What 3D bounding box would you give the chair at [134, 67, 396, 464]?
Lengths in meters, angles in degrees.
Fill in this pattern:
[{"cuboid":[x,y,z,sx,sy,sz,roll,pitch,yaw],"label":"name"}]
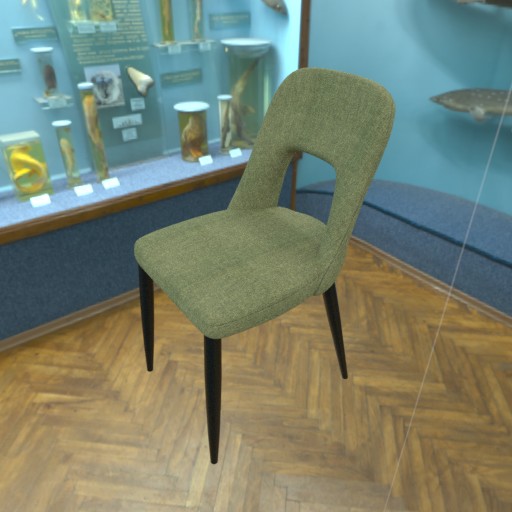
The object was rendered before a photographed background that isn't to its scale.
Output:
[{"cuboid":[0.000,0.000,1.269,0.612,0.931,0.470,-22,39,-30],"label":"chair"}]
